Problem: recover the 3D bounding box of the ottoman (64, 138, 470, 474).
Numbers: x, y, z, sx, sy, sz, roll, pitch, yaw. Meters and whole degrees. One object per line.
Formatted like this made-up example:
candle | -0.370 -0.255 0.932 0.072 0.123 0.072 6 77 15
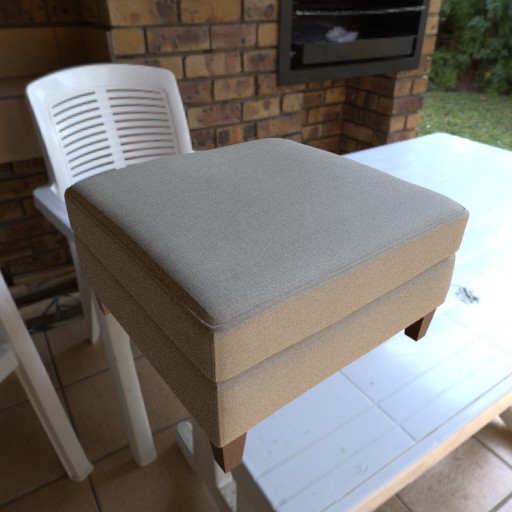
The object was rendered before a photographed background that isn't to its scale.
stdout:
ottoman | 0.000 0.000 1.333 0.838 0.503 0.838 -22 37 -32
